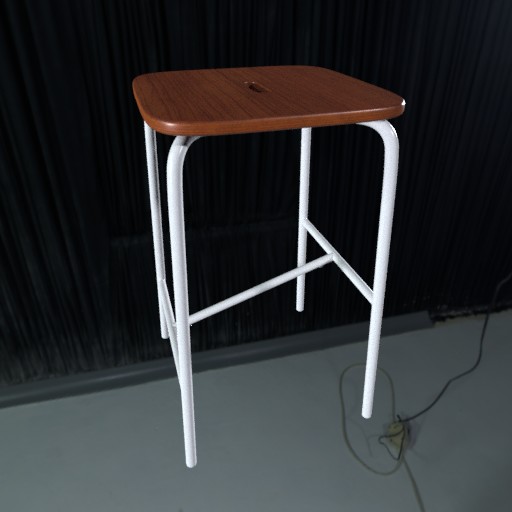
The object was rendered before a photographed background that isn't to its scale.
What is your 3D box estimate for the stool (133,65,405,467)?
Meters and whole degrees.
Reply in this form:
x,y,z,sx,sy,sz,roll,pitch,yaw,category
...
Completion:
x,y,z,sx,sy,sz,roll,pitch,yaw,category
0.000,0.000,0.838,0.376,0.610,0.376,-9,33,-15,stool
